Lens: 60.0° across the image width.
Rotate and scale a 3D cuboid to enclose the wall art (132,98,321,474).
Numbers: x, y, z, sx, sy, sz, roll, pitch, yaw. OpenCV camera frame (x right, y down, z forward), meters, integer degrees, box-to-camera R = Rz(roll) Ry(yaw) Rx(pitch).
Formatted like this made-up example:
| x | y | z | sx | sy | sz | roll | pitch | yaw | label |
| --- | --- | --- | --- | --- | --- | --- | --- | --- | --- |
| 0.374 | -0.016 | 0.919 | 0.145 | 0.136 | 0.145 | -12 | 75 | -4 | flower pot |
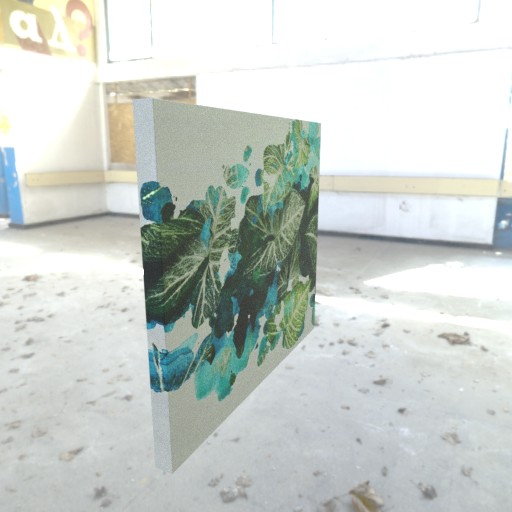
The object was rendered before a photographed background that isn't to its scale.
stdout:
| x | y | z | sx | sy | sz | roll | pitch | yaw | label |
| --- | --- | --- | --- | --- | --- | --- | --- | --- | --- |
| 0.000 | 0.000 | 1.002 | 0.043 | 0.610 | 0.711 | 7 | 15 | 26 | wall art |
